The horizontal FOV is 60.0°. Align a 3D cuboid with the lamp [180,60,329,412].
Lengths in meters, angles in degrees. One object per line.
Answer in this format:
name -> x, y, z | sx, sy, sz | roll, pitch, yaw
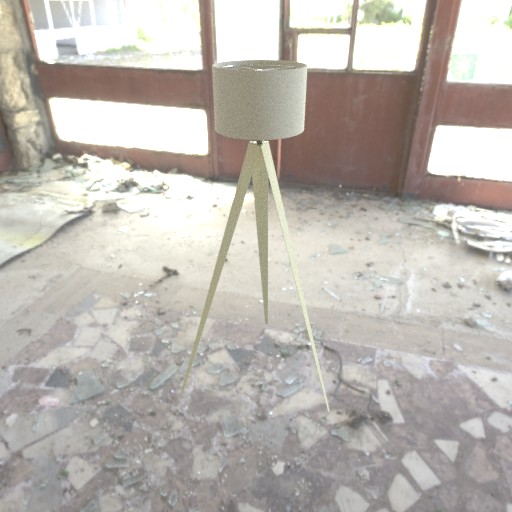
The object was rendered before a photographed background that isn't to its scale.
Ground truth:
lamp -> 0.000, 0.000, 1.933 | 0.716, 1.524, 0.724 | -20, 35, -32
